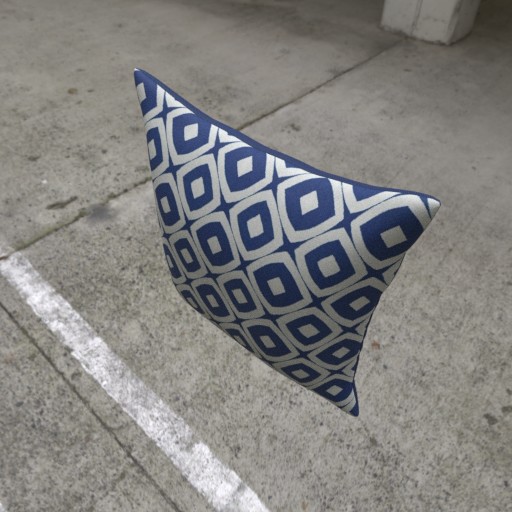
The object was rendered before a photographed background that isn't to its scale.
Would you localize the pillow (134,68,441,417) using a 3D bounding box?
[{"bbox_3d":[0.000,0.000,0.742,0.504,0.494,0.188,32,54,28],"label":"pillow"}]
